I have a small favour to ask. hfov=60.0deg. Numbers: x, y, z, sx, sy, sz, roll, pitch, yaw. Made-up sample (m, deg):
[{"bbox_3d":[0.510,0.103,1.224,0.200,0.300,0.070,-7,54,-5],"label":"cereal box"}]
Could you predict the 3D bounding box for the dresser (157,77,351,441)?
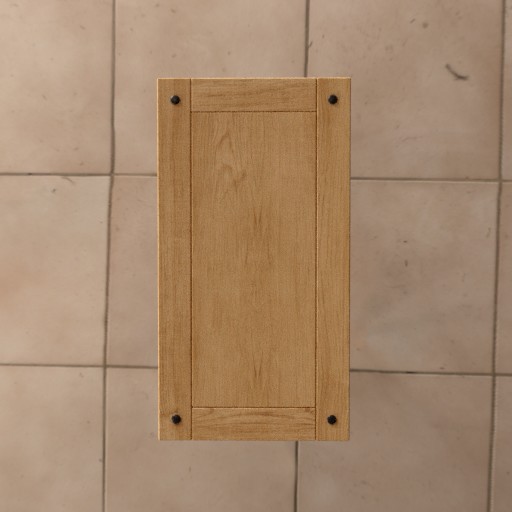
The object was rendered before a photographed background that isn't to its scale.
[{"bbox_3d":[0.000,0.000,1.761,0.485,1.300,0.915,0,91,0],"label":"dresser"}]
